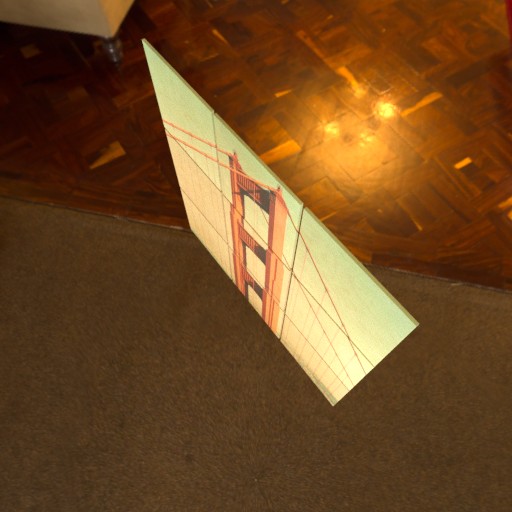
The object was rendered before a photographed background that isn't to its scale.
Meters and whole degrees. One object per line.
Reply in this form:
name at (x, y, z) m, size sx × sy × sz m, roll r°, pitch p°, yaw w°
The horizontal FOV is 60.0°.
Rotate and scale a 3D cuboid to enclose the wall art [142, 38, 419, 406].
wall art at (0.000, 0.000, 2.208) m, size 0.013 × 1.523 × 1.517 m, roll -34°, pitch 68°, yaw -16°
